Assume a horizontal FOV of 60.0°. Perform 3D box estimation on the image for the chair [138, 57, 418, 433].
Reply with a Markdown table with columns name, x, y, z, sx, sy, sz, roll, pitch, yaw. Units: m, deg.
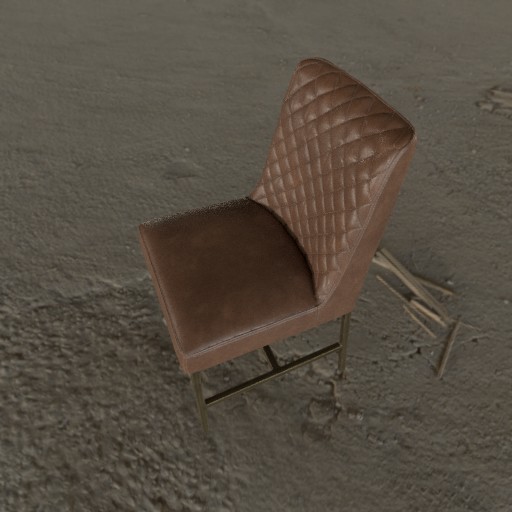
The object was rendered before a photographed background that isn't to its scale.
| name | x | y | z | sx | sy | sz | roll | pitch | yaw |
| --- | --- | --- | --- | --- | --- | --- | --- | --- | --- |
| chair | 0.000 | 0.000 | 1.260 | 0.587 | 0.889 | 0.508 | -16 | 48 | -15 |
